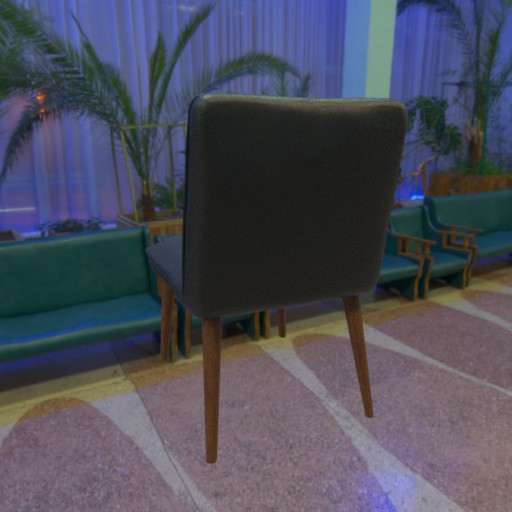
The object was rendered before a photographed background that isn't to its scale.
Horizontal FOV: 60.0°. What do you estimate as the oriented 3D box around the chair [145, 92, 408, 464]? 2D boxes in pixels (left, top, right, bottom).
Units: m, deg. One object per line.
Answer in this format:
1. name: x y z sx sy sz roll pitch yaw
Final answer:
1. chair: 0.000 0.000 1.228 0.543 0.801 0.645 -8 17 -26
